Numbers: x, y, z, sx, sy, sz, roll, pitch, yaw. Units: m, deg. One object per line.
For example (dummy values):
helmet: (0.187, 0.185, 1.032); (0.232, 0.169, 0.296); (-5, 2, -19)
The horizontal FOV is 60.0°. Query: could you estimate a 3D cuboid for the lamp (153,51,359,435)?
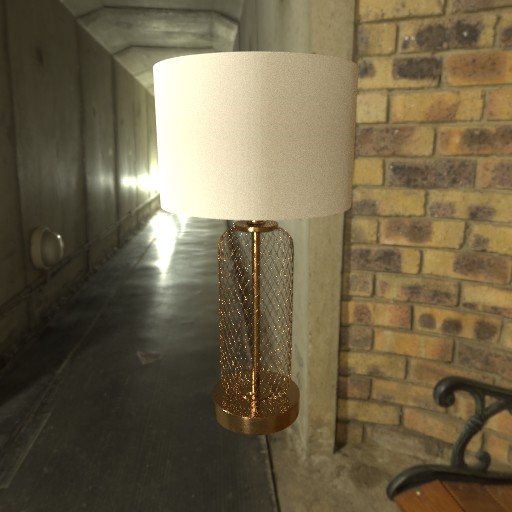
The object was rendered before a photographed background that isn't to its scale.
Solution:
lamp: (0.000, 0.000, 0.619); (0.252, 0.483, 0.252); (-14, 20, -41)
